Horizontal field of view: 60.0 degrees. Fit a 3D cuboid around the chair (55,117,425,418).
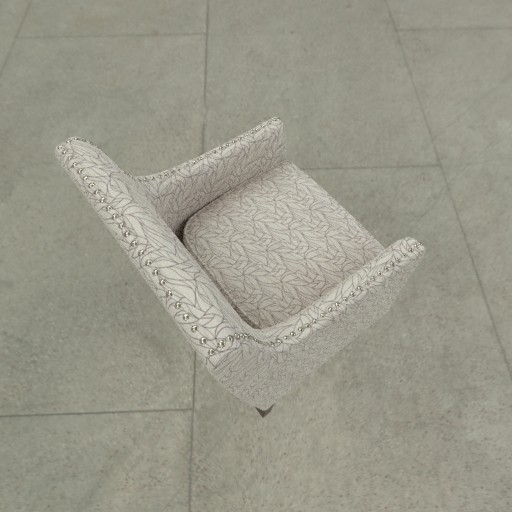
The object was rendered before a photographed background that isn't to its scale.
[{"bbox_3d":[0.000,0.000,1.261,0.651,0.816,0.623,-33,64,-18],"label":"chair"}]
